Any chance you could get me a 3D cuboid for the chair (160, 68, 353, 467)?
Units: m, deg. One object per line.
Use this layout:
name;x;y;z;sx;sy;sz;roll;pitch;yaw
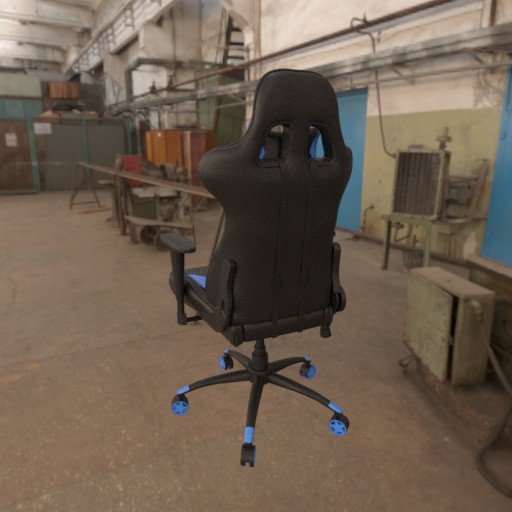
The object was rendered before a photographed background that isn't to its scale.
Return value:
chair;0.000;0.000;1.725;0.695;1.282;0.730;-7;16;-26
